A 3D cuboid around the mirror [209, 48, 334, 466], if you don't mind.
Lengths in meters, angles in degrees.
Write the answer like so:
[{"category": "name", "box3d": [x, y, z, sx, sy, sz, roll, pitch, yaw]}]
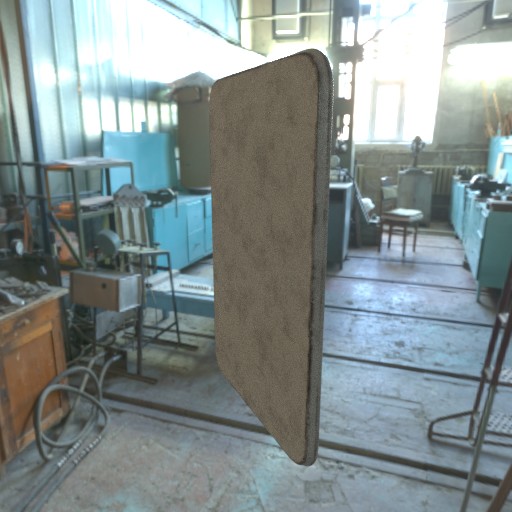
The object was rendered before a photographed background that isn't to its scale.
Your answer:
[{"category": "mirror", "box3d": [0.000, 0.000, 0.890, 0.024, 0.713, 0.461, -7, 16, -25]}]
